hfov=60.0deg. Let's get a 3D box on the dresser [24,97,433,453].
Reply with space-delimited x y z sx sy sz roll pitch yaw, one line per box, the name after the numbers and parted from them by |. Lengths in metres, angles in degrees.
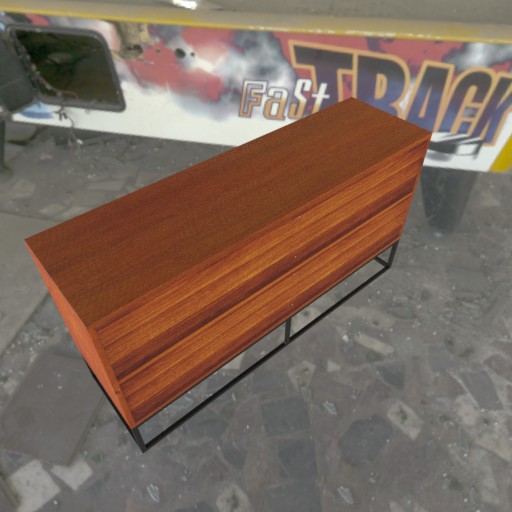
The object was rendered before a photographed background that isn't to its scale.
0.000 0.000 1.898 1.536 0.810 0.464 -31 52 -28 | dresser
